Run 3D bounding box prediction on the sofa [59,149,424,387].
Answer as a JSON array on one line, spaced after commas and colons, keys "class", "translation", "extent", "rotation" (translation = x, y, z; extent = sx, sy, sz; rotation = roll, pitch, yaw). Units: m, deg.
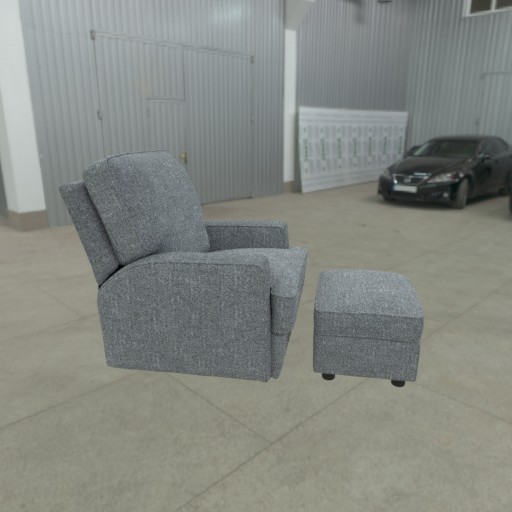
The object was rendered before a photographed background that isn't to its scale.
[{"class": "sofa", "translation": [0.000, 0.000, 2.090], "extent": [1.472, 0.959, 0.861], "rotation": [3, 16, 10]}]
